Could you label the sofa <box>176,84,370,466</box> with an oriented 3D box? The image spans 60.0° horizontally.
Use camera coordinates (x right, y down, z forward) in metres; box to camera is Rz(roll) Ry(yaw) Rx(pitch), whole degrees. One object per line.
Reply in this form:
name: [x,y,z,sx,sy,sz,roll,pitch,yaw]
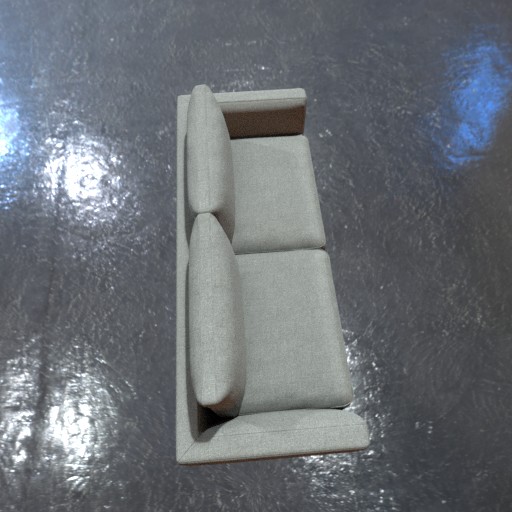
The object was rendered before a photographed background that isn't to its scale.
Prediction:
sofa: [0.000,0.000,2.628,0.869,1.002,2.212,-4,62,-2]
